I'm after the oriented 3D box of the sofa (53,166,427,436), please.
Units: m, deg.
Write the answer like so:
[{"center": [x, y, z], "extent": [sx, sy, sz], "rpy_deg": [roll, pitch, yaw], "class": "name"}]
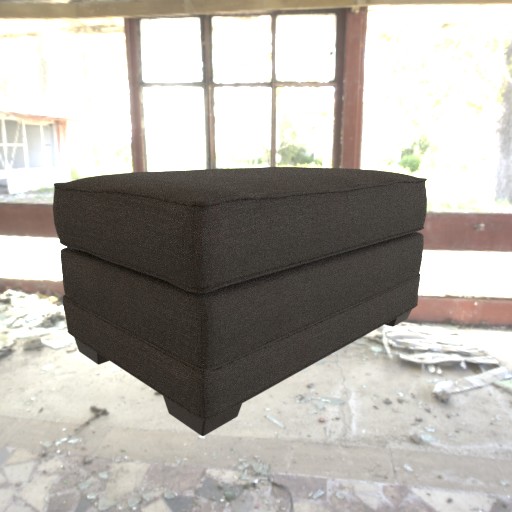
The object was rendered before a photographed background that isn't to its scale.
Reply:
[{"center": [0.000, 0.000, 1.194], "extent": [0.578, 0.457, 0.854], "rpy_deg": [13, 18, 43], "class": "sofa"}]
